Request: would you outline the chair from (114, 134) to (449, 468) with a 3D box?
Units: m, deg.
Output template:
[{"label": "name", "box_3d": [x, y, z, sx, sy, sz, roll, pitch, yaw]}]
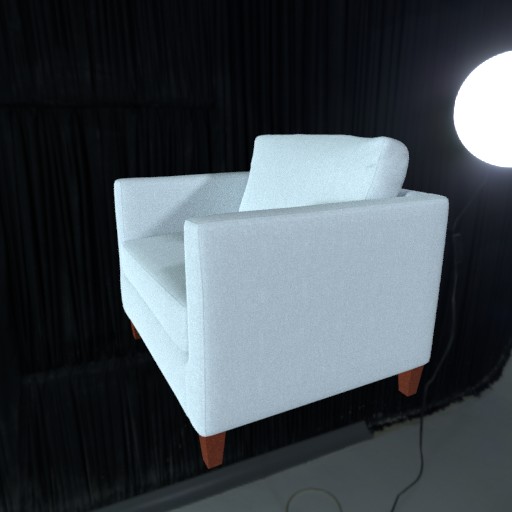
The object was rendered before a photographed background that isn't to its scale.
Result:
[{"label": "chair", "box_3d": [0.000, 0.000, 1.818, 0.953, 0.961, 1.107, -8, 18, -26]}]
